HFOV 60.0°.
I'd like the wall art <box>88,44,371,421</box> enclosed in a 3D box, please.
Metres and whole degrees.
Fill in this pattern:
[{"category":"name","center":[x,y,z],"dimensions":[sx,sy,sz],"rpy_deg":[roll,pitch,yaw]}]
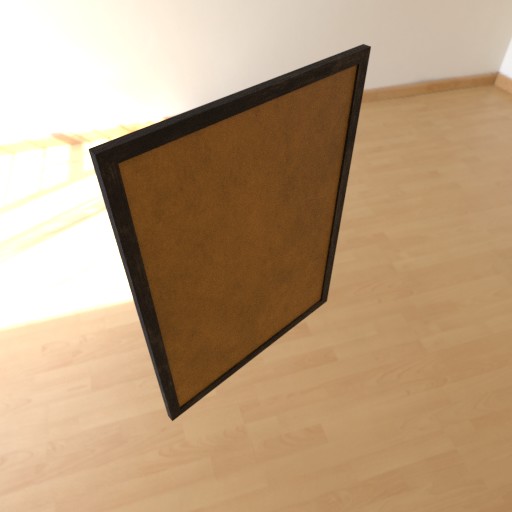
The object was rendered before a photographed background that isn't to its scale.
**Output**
[{"category":"wall art","center":[0.000,0.000,1.380],"dimensions":[0.812,1.066,0.029],"rpy_deg":[-32,53,-29]}]
